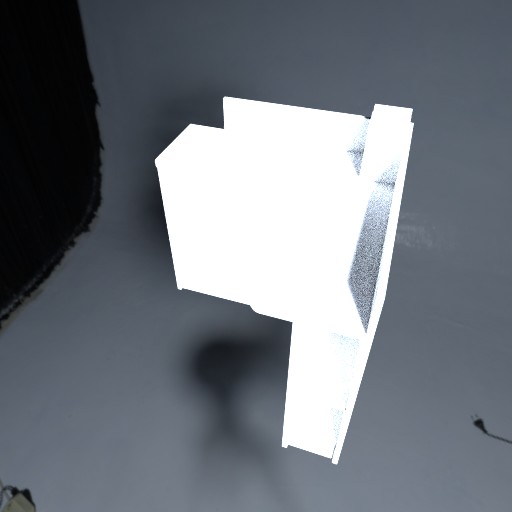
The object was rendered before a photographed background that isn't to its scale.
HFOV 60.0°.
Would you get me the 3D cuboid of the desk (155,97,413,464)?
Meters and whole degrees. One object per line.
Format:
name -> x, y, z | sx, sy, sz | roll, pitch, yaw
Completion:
desk -> 0.000, 0.000, 1.734 | 0.940, 0.986, 0.940 | 13, 44, 14
